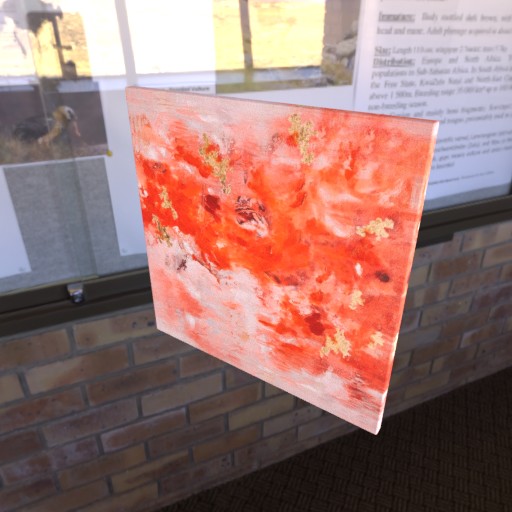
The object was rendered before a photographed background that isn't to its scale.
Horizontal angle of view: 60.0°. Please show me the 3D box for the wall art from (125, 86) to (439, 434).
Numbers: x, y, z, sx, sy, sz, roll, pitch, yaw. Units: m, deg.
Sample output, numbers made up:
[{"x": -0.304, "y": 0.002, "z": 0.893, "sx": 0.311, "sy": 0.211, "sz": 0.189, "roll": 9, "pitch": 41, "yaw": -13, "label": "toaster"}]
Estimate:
[{"x": 0.000, "y": 0.000, "z": 1.302, "sx": 0.878, "sy": 0.878, "sz": 0.066, "roll": 18, "pitch": 33, "yaw": 29, "label": "wall art"}]
